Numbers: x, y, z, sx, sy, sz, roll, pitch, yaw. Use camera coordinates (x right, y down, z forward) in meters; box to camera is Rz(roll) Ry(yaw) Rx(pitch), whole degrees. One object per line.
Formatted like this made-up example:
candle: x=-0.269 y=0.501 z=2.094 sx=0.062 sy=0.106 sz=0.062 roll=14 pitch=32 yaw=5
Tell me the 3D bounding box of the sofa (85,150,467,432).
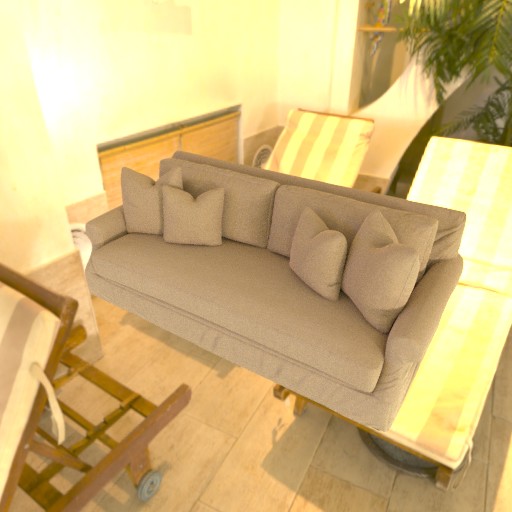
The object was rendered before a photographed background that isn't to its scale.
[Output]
sofa: x=0.000 y=0.000 z=2.802 sx=2.285 sy=0.904 sz=1.067 roll=18 pitch=35 yaw=28
